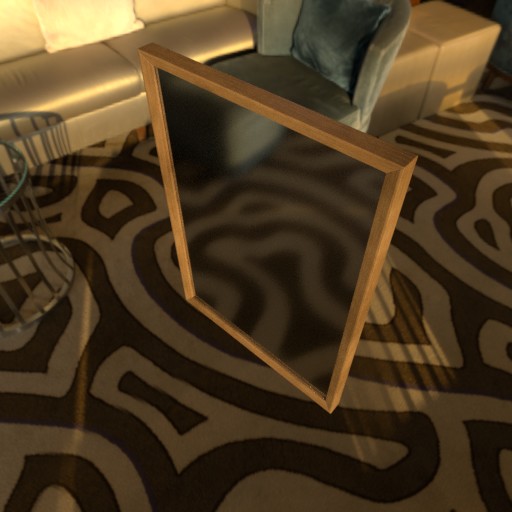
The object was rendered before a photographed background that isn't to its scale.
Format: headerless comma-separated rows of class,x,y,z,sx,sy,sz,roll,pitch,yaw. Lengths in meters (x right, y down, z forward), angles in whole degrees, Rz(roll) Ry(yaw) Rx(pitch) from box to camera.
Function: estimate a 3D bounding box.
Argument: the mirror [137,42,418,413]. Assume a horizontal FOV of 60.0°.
mirror,0.000,0.000,0.912,0.508,0.711,0.039,33,56,27
